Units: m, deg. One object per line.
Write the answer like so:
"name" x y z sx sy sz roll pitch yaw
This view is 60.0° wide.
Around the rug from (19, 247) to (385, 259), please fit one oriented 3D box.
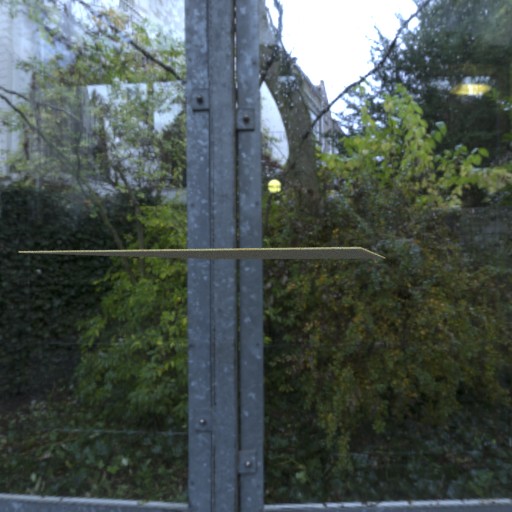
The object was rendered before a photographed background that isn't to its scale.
"rug" 0.000 0.000 2.866 1.524 0.006 2.286 0 -1 18
